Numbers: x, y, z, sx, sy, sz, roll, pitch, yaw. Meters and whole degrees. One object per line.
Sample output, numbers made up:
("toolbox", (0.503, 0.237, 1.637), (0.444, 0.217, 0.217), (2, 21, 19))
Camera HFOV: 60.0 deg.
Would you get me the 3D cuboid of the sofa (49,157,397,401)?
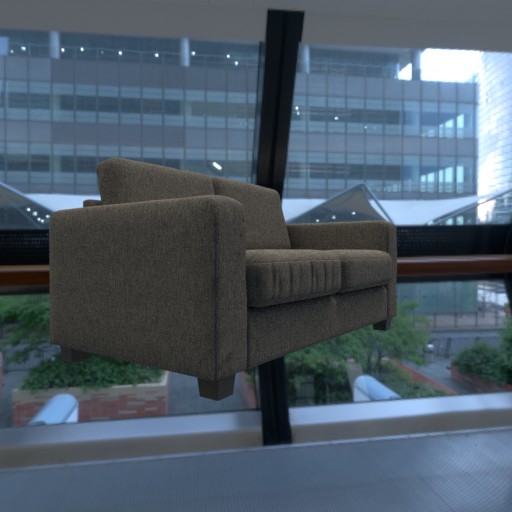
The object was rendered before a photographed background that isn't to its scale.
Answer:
("sofa", (0.000, 0.000, 2.044), (0.900, 0.800, 1.520), (1, 1, 36))
